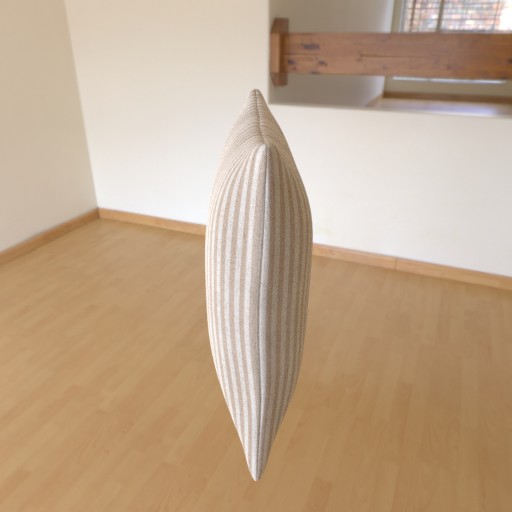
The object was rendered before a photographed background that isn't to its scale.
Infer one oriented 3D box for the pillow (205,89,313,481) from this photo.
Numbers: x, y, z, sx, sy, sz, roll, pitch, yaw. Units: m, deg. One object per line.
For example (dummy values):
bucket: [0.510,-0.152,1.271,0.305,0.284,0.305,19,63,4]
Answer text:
pillow: [0.000,0.000,0.789,0.166,0.510,0.523,-1,27,-1]
